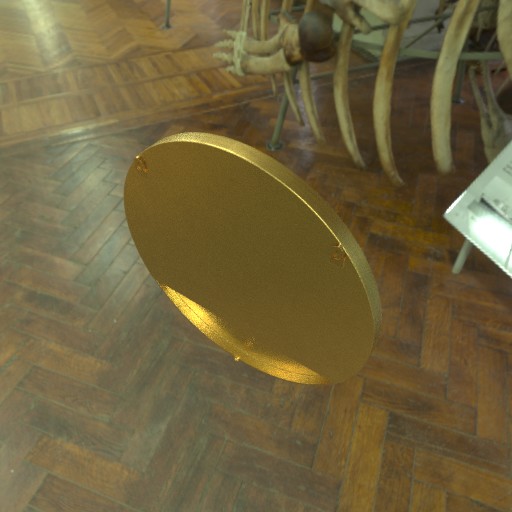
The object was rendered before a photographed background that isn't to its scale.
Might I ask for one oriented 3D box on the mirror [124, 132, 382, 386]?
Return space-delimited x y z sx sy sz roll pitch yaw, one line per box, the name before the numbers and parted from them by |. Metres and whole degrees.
mirror | 0.000 0.000 0.718 0.457 0.457 0.133 26 51 23
